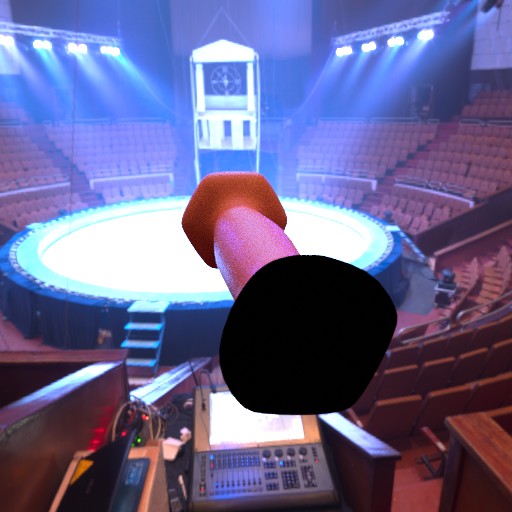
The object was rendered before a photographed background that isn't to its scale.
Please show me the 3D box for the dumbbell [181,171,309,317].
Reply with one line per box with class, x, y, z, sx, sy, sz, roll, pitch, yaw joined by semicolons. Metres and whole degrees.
dumbbell;0.000;0.000;0.144;0.047;0.043;0.123;-3;17;-10
